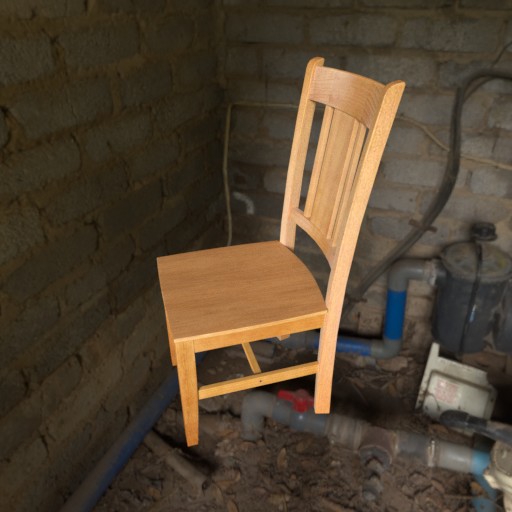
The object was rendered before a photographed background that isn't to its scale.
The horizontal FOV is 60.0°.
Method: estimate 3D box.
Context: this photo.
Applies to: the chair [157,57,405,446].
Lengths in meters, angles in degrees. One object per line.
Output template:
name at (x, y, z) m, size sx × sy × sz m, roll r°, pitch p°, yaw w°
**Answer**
chair at (0.000, 0.000, 1.287) m, size 0.556 × 0.998 × 0.450 m, roll -9°, pitch 32°, yaw -14°
